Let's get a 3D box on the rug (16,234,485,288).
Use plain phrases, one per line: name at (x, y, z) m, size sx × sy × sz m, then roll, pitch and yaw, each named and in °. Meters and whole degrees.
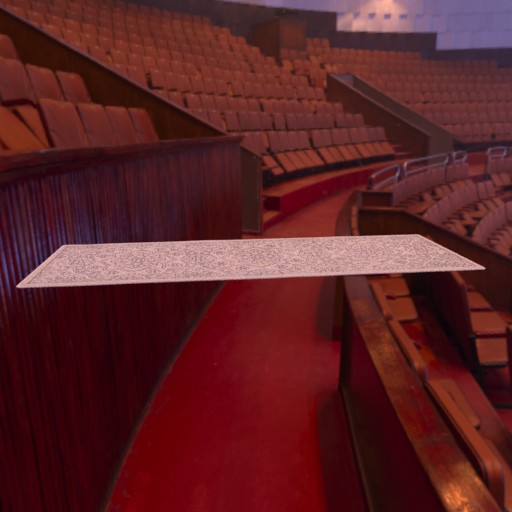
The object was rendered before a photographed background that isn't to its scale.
rug at (0.000, 0.000, 2.648) m, size 2.431 × 0.006 × 0.806 m, roll -2°, pitch 17°, yaw -7°
